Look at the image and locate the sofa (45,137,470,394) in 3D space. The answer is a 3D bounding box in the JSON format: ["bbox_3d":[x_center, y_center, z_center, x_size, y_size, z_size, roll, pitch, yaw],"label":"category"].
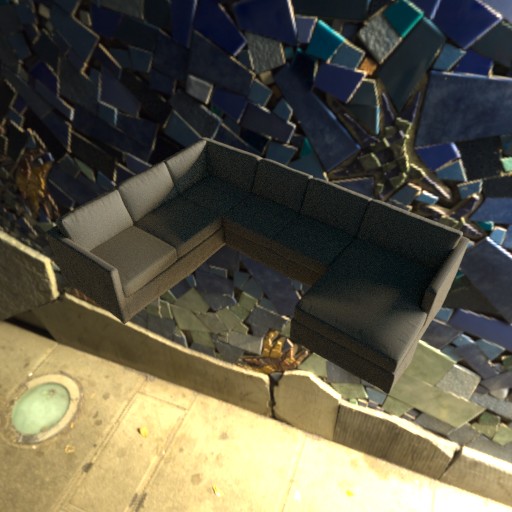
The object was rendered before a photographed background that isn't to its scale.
[{"bbox_3d":[0.000,0.000,4.517,3.460,0.882,2.427,26,48,27],"label":"sofa"}]
